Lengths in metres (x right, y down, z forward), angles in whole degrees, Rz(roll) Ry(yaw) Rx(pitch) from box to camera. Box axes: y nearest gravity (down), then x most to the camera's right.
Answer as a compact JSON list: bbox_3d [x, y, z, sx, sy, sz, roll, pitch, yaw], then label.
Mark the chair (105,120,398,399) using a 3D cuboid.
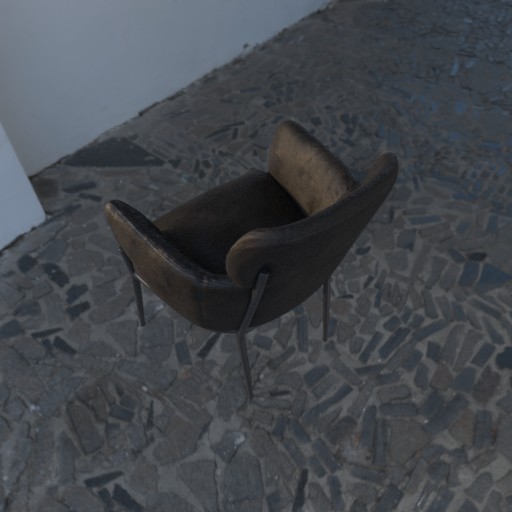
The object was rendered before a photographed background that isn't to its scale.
[{"bbox_3d":[0.000,0.000,1.282,0.640,0.818,0.604,-31,56,-24],"label":"chair"}]
